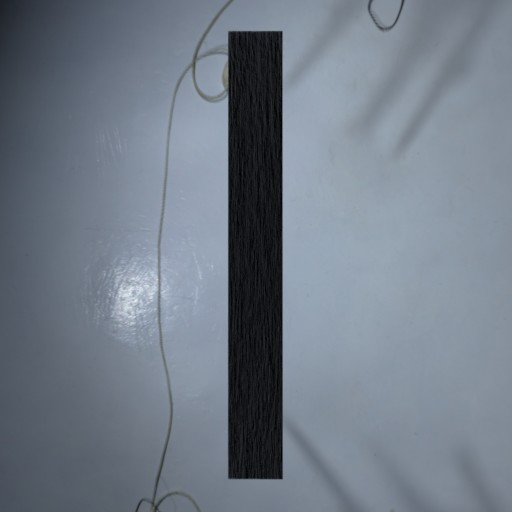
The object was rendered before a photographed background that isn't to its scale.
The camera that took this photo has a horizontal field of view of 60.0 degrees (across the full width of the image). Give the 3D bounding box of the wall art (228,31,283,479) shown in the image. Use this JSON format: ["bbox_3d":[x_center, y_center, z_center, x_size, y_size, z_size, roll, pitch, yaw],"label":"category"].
[{"bbox_3d":[0.000,0.000,0.454,0.037,0.305,0.305,0,90,0],"label":"wall art"}]
